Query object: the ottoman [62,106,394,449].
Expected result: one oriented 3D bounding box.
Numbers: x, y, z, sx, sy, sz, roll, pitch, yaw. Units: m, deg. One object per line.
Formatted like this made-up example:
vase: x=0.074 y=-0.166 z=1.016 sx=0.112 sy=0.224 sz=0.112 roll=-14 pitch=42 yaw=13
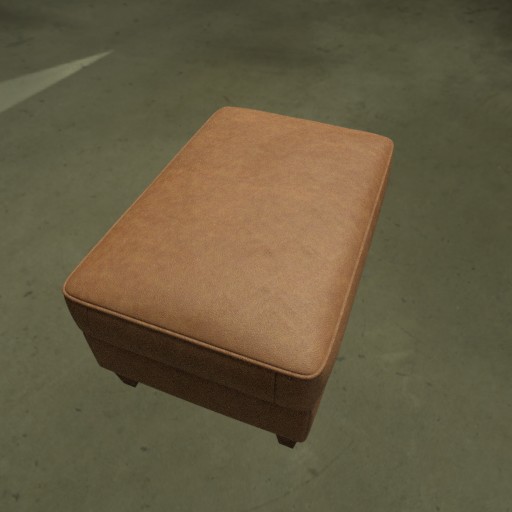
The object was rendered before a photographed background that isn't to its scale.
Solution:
ottoman: x=0.000 y=0.000 z=1.238 sx=0.584 sy=0.483 sz=0.864 roll=16 pitch=49 yaw=14
